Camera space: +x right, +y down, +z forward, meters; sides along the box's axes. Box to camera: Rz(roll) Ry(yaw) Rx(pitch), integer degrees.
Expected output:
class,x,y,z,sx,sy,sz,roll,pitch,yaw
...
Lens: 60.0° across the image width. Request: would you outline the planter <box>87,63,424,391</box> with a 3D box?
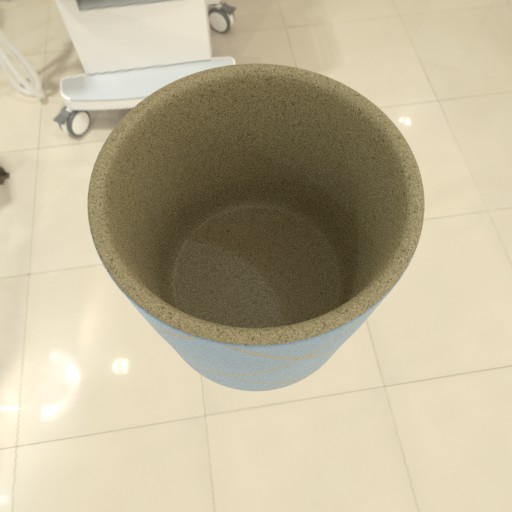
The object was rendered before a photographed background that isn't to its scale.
class,x,y,z,sx,sy,sz,roll,pitch,yaw
planter,0.000,0.000,0.406,0.227,0.235,0.227,0,64,0
